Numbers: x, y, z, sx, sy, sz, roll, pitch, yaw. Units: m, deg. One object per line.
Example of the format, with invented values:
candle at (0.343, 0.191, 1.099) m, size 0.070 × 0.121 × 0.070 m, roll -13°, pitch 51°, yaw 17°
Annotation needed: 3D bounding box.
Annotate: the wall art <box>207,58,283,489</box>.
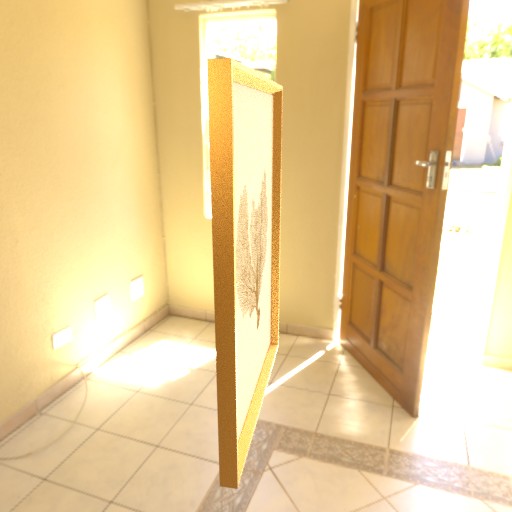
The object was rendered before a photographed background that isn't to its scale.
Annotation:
wall art at (0.000, 0.000, 1.077) m, size 0.038 × 0.812 × 0.610 m, roll 3°, pitch 17°, yaw 10°
